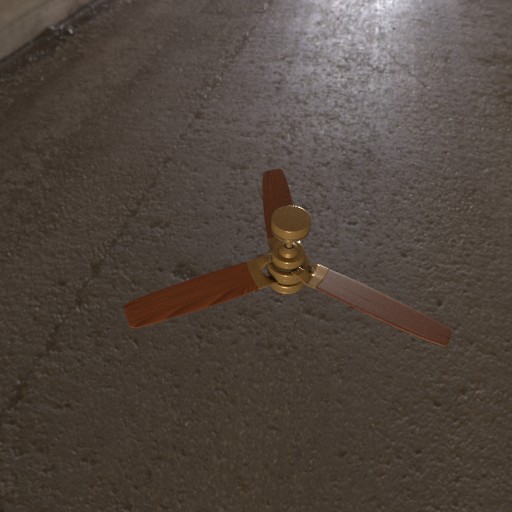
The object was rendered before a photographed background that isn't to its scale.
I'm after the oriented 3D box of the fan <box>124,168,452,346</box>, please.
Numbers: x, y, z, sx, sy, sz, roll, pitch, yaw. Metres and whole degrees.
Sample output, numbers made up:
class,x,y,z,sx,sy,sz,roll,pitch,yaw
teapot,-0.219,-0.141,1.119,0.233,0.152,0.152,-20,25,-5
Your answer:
class,x,y,z,sx,sy,sz,roll,pitch,yaw
fan,0.000,0.000,2.077,1.271,0.425,1.416,-17,49,-16
